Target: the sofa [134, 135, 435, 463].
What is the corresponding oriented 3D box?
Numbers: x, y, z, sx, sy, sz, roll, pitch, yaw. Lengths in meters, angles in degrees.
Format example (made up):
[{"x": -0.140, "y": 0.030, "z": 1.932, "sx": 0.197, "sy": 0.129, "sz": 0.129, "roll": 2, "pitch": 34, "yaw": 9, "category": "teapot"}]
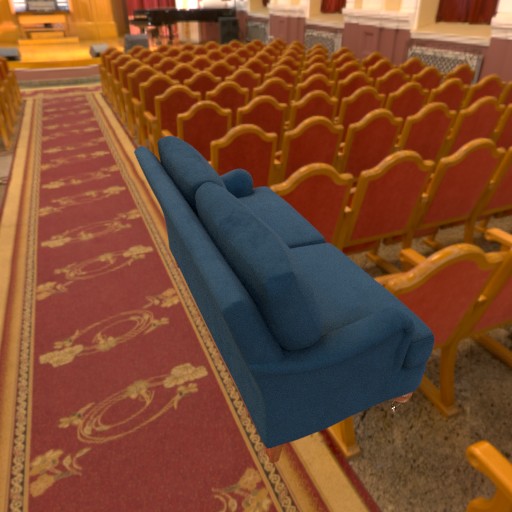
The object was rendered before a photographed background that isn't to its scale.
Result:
[{"x": 0.000, "y": 0.000, "z": 2.789, "sx": 1.084, "sy": 1.101, "sz": 2.141, "roll": -12, "pitch": 33, "yaw": -19, "category": "sofa"}]
